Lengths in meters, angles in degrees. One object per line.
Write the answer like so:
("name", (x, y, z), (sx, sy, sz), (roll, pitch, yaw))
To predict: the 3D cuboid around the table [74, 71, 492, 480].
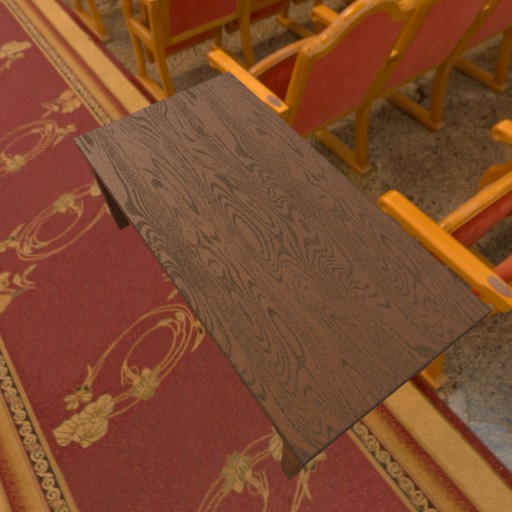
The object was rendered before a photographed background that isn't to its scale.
("table", (0.000, 0.000, 2.443), (1.016, 0.762, 1.981), (-31, 63, -18))
